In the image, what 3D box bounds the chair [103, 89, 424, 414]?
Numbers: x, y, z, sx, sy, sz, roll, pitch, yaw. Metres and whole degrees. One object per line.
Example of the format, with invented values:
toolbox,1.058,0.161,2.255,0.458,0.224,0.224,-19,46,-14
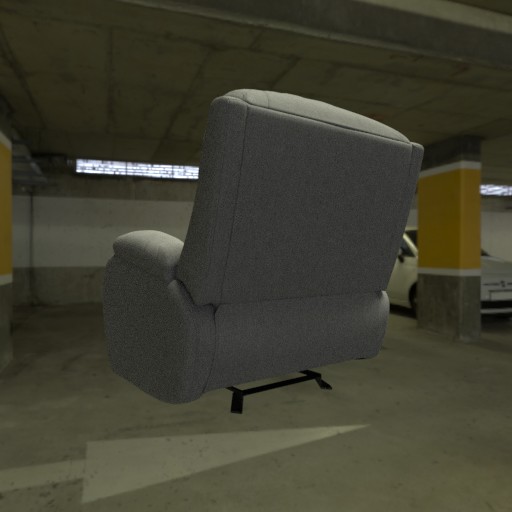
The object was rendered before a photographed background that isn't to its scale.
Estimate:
chair,0.000,0.000,1.705,0.930,1.011,0.899,0,1,-37
